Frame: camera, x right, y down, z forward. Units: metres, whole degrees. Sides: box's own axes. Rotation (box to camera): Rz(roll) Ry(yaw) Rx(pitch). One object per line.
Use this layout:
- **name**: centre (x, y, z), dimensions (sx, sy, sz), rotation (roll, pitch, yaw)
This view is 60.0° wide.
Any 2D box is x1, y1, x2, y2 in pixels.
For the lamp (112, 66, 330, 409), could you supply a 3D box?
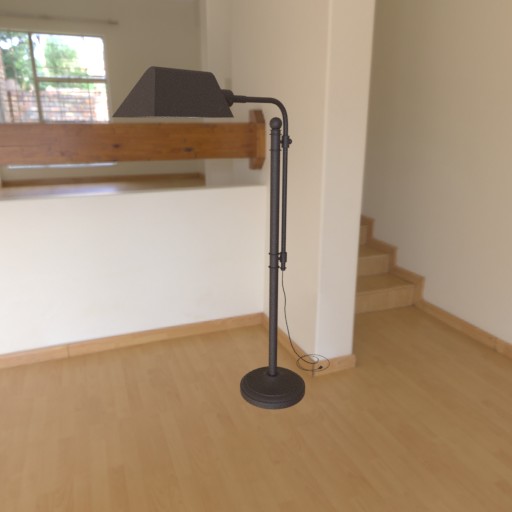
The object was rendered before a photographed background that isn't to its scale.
- **lamp**: centre (0.000, 0.000, 0.941), dimensions (0.159, 0.708, 0.545), rotation (15, 23, 41)
